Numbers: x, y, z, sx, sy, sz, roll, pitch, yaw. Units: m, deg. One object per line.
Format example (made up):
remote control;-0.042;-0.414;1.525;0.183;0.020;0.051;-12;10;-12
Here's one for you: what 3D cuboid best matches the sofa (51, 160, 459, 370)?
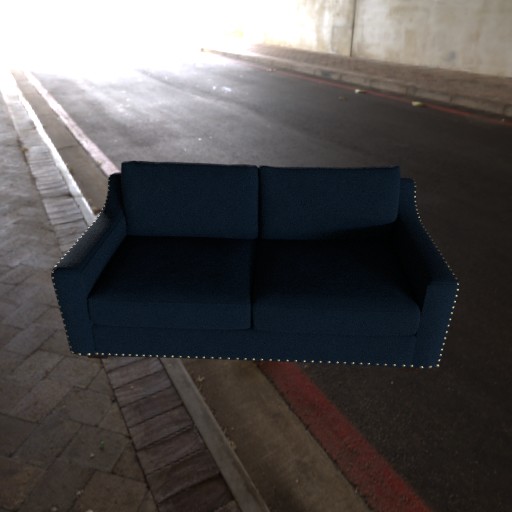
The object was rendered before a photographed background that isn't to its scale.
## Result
sofa;0.000;0.000;2.771;2.107;0.983;1.104;2;30;3
